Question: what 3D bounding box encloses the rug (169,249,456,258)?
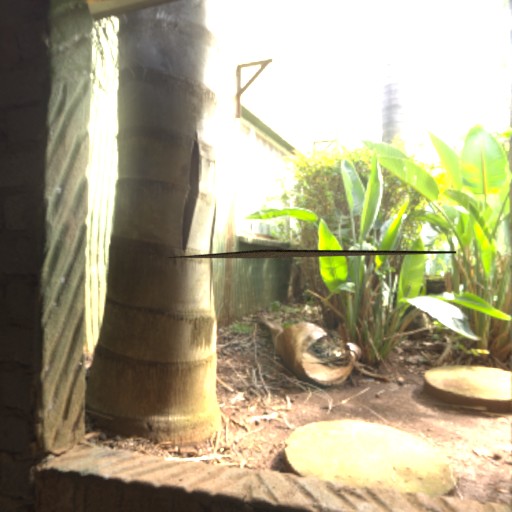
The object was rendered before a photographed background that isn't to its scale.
[{"bbox_3d":[0.000,0.000,2.445,0.686,0.008,2.286,0,-1,-18],"label":"rug"}]
